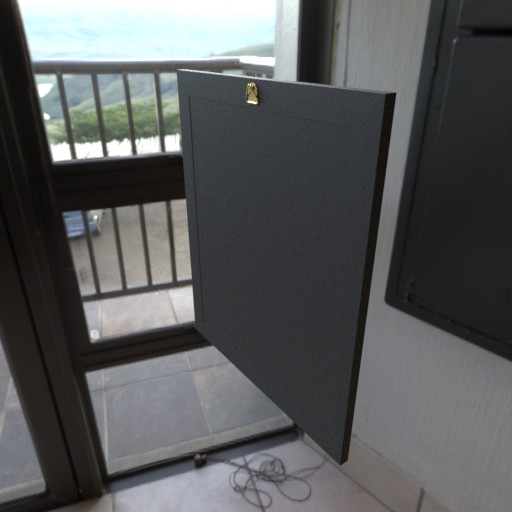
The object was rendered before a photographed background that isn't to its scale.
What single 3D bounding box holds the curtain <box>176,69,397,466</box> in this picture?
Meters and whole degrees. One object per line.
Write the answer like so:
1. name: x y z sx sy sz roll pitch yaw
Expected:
1. curtain: 0.000 0.000 0.784 0.027 0.585 0.483 -18 32 -32
